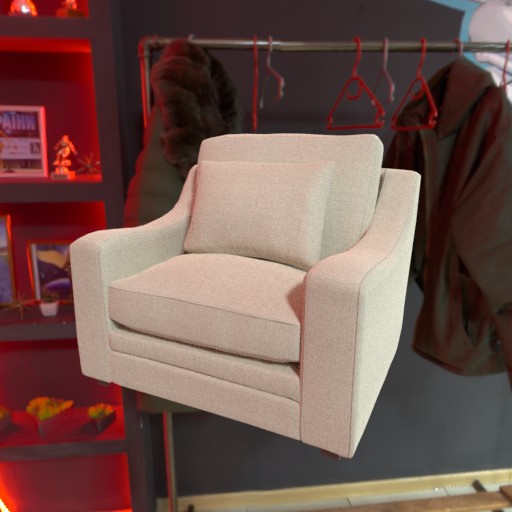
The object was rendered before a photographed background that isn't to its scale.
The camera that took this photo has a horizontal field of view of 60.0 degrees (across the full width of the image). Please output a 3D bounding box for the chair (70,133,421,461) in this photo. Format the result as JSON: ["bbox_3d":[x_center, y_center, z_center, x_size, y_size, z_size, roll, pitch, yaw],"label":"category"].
[{"bbox_3d":[0.000,0.000,1.907,1.178,1.016,1.009,7,17,25],"label":"chair"}]
